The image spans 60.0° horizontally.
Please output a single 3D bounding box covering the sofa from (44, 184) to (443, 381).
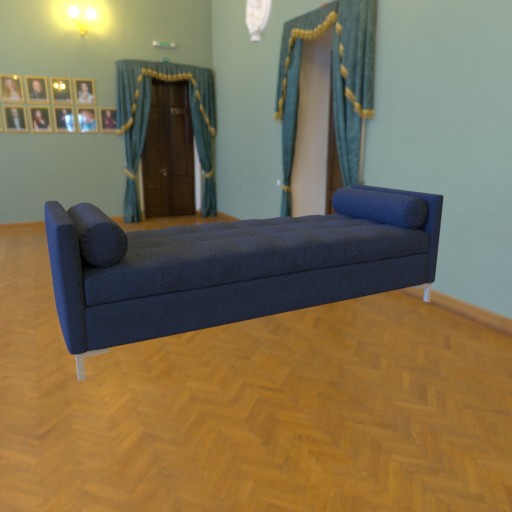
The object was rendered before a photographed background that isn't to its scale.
[{"bbox_3d":[0.000,0.000,2.510,2.102,0.657,0.797,-7,16,-27],"label":"sofa"}]
